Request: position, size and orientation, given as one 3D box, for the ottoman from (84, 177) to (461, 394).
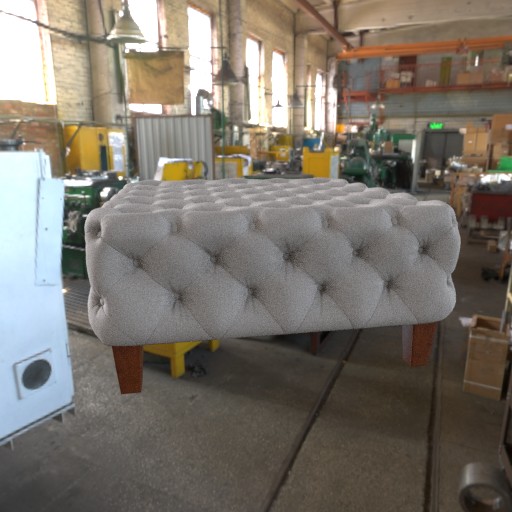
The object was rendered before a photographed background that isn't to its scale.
[{"bbox_3d":[0.000,0.000,1.194,0.758,0.365,0.764,-3,15,-10],"label":"ottoman"}]
